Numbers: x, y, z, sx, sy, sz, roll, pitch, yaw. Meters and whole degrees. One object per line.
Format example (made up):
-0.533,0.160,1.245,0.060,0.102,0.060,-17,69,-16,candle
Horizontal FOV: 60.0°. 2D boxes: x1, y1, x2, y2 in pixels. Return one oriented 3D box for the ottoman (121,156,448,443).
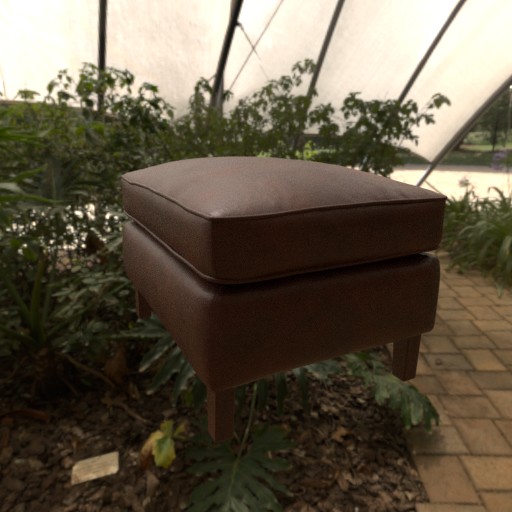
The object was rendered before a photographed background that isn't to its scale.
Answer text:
0.000,0.000,1.002,0.501,0.432,0.665,-8,18,-25,ottoman
